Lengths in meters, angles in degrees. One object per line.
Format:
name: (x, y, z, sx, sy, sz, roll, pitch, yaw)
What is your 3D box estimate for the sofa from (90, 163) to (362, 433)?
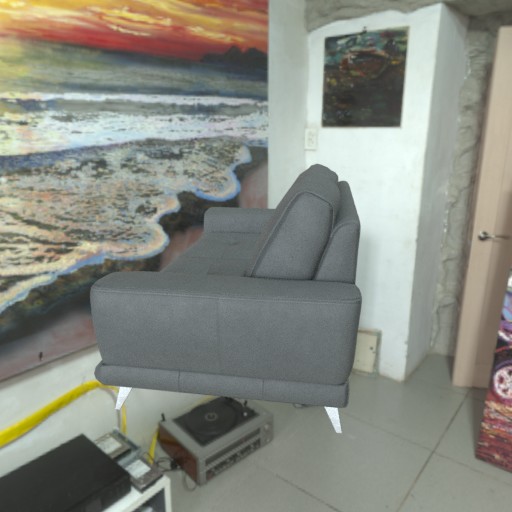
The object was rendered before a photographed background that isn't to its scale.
sofa: (0.000, 0.000, 2.420, 1.018, 0.907, 1.806, 3, 16, 9)
